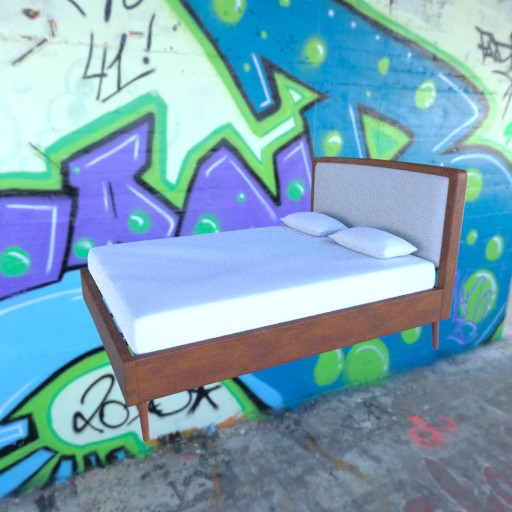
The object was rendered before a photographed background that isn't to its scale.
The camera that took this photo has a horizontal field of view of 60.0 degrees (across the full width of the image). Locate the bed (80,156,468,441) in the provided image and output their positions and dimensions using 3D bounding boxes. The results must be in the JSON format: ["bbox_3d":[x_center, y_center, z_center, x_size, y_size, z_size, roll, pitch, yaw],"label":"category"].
[{"bbox_3d":[0.000,0.000,3.140,2.196,1.275,1.587,-8,18,-26],"label":"bed"}]
